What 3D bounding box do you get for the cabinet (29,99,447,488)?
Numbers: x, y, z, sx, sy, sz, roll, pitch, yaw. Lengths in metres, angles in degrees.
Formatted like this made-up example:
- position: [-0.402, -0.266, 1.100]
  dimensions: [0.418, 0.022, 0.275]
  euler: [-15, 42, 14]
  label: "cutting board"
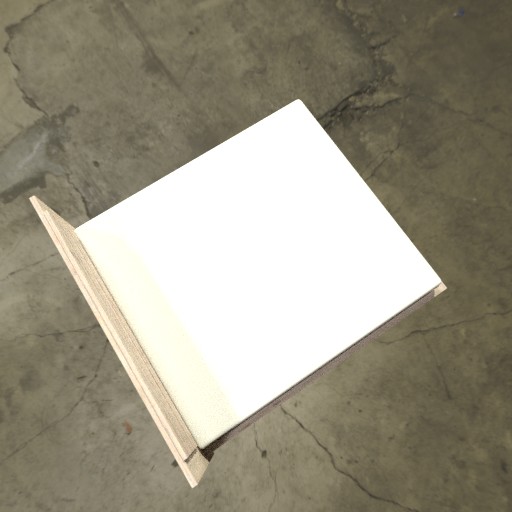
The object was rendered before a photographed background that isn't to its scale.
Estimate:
- position: [0.000, 0.000, 3.131]
  dimensions: [2.080, 0.970, 1.950]
  euler: [-32, 77, -8]
  label: "cabinet"
